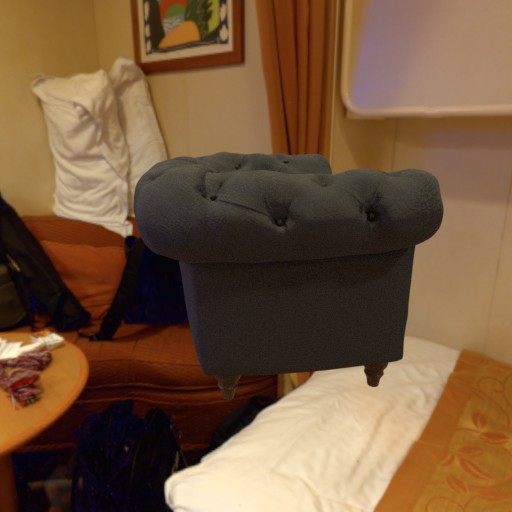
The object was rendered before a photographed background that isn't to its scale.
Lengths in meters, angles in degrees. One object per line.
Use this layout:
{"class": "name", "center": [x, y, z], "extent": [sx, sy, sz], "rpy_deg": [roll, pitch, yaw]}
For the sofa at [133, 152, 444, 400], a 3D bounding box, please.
{"class": "sofa", "center": [0.000, 0.000, 2.021], "extent": [1.032, 0.878, 1.405], "rpy_deg": [-2, 16, -8]}
